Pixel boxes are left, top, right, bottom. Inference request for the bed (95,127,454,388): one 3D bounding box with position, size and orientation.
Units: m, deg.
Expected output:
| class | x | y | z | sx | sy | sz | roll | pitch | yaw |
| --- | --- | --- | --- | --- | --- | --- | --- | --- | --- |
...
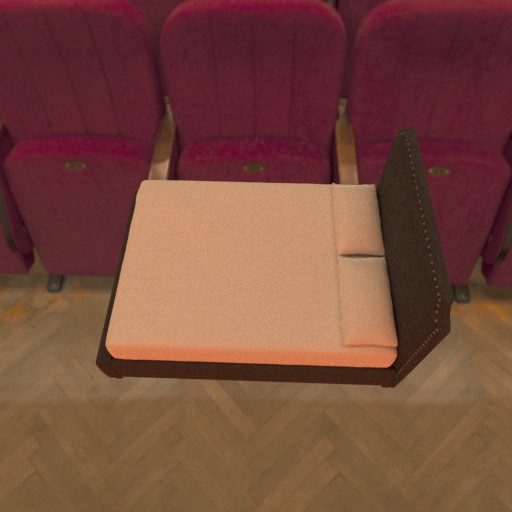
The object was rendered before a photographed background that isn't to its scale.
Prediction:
| class | x | y | z | sx | sy | sz | roll | pitch | yaw |
| --- | --- | --- | --- | --- | --- | --- | --- | --- | --- |
| bed | 0.000 | 0.000 | 3.528 | 2.372 | 1.443 | 1.713 | 2 | 58 | 1 |
